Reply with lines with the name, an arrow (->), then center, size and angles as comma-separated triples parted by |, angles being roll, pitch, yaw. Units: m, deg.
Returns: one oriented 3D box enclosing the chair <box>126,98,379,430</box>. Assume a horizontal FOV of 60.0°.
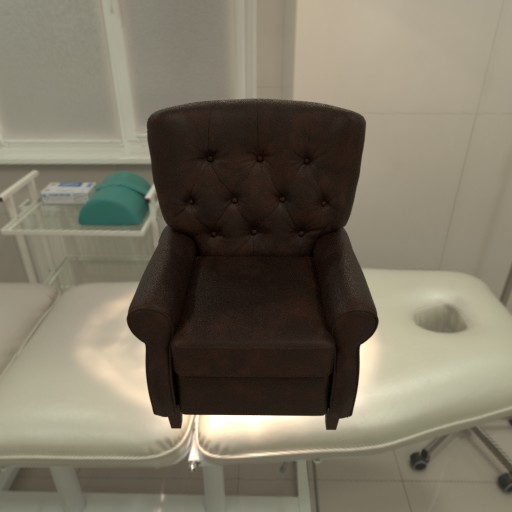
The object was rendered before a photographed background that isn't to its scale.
chair -> 0.000, 0.000, 1.920 | 0.948, 1.158, 1.058 | 0, 30, 1
